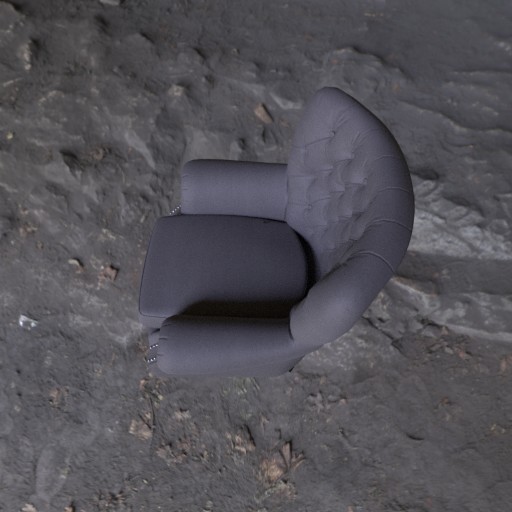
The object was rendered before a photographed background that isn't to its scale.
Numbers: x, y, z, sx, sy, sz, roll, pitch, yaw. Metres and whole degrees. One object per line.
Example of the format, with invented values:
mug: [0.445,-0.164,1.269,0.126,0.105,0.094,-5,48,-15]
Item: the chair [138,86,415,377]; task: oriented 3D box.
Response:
chair: [0.000,0.000,1.815,0.983,1.046,0.983,1,59,1]
